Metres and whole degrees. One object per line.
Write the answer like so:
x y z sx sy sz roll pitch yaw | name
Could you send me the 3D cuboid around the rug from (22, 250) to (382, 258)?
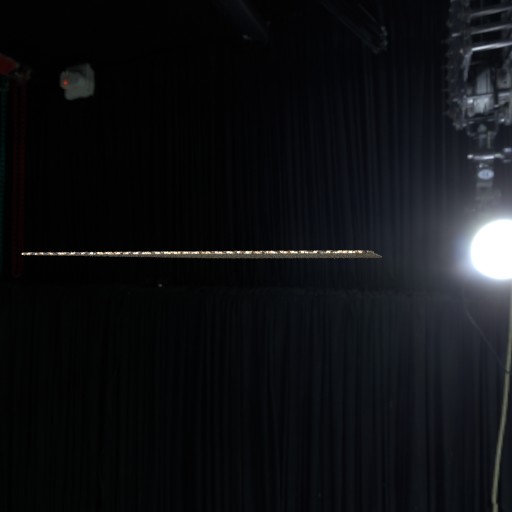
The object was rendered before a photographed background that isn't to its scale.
0.000 0.000 2.274 1.219 0.008 1.828 0 -1 17 | rug
